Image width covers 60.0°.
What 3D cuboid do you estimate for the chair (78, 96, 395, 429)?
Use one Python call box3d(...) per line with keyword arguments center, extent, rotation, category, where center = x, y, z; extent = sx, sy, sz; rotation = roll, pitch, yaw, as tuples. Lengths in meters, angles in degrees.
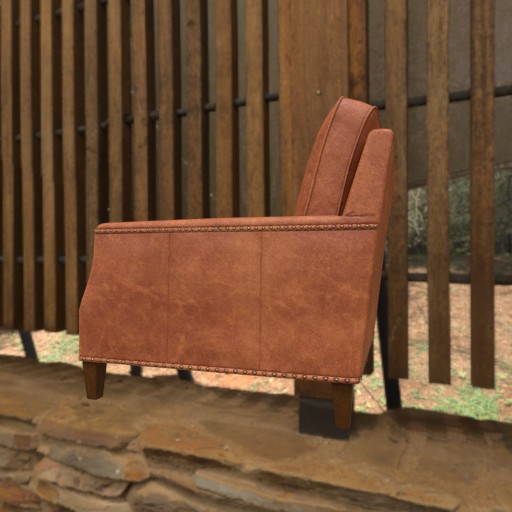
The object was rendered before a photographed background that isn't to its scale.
box3d(center=(0.000, 0.000, 1.703), extent=(1.014, 0.943, 0.853), rotation=(0, 0, 18), category="chair")
